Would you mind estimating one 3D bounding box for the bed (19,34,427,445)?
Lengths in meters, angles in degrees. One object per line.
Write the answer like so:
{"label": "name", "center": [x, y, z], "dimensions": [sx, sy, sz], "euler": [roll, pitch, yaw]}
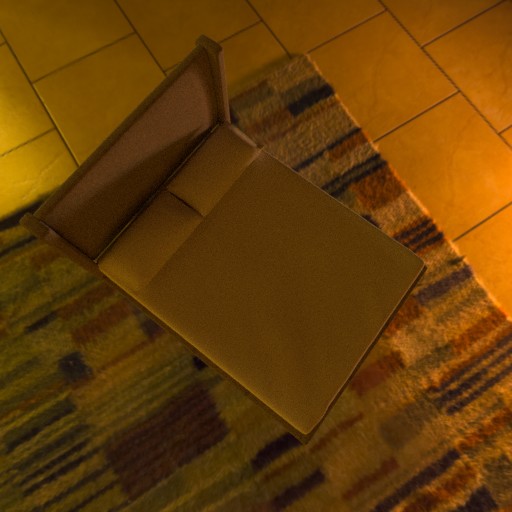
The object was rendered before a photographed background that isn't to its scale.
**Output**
{"label": "bed", "center": [0.000, 0.000, 3.315], "dimensions": [2.245, 1.481, 1.714], "euler": [36, 77, 10]}
